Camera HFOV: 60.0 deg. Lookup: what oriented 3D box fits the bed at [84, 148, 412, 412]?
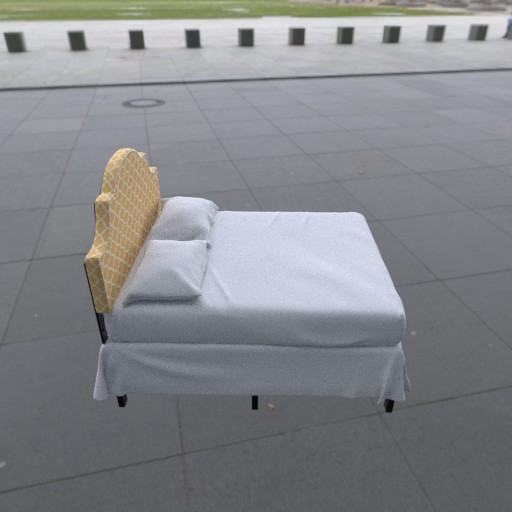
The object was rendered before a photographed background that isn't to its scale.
[{"bbox_3d":[0.000,0.000,3.461,2.222,1.633,1.780,1,31,1],"label":"bed"}]
